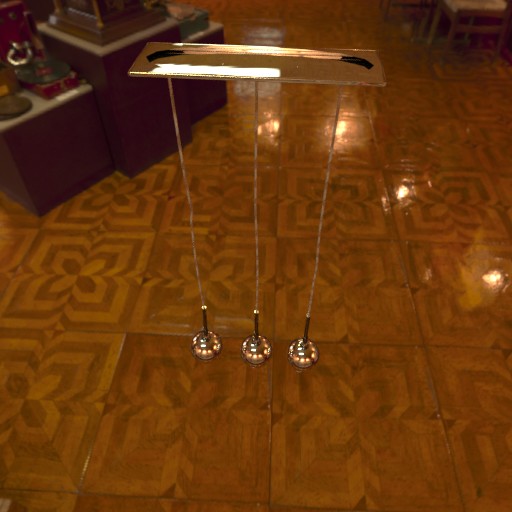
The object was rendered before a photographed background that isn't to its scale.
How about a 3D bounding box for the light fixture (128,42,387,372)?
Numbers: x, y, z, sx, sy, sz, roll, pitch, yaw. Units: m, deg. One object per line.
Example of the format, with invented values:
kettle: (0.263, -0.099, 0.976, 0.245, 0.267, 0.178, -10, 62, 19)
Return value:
light fixture: (0.000, 0.000, 1.615, 0.623, 1.408, 0.188, 4, 46, 4)
